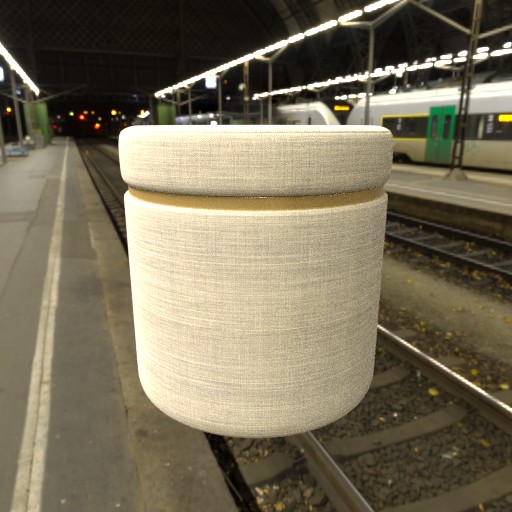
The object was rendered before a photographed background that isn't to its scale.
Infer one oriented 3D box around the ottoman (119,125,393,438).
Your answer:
[{"bbox_3d":[0.000,0.000,0.721,0.400,0.406,0.400,0,16,0],"label":"ottoman"}]
